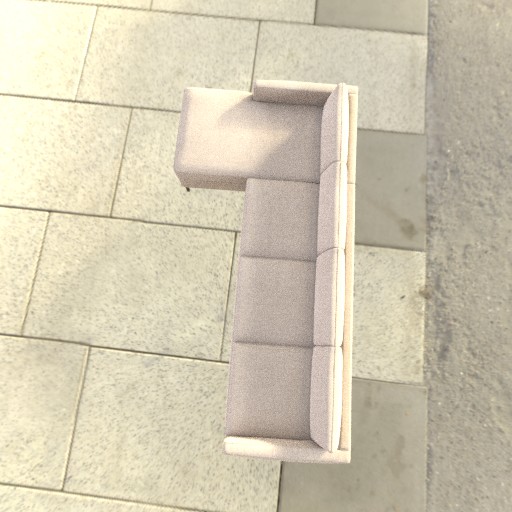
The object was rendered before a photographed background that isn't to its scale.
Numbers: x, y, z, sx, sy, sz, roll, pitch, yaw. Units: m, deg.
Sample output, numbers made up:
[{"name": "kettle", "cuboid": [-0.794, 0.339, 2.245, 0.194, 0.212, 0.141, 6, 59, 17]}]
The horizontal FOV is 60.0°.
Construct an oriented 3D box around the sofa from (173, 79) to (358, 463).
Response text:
[{"name": "sofa", "cuboid": [0.000, 0.000, 3.511, 1.469, 0.816, 2.923, 4, 76, 1]}]
